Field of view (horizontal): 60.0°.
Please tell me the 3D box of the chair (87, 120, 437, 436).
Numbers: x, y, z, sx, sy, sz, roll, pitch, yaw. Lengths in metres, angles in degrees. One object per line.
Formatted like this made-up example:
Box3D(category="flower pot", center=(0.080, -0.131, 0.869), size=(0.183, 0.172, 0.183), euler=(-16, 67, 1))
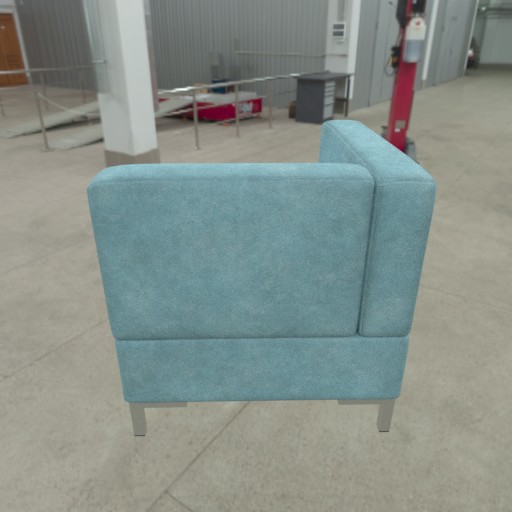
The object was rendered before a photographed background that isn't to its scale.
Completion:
Box3D(category="chair", center=(0.000, 0.000, 1.243), size=(0.684, 0.660, 0.691), euler=(-1, 26, -1))
